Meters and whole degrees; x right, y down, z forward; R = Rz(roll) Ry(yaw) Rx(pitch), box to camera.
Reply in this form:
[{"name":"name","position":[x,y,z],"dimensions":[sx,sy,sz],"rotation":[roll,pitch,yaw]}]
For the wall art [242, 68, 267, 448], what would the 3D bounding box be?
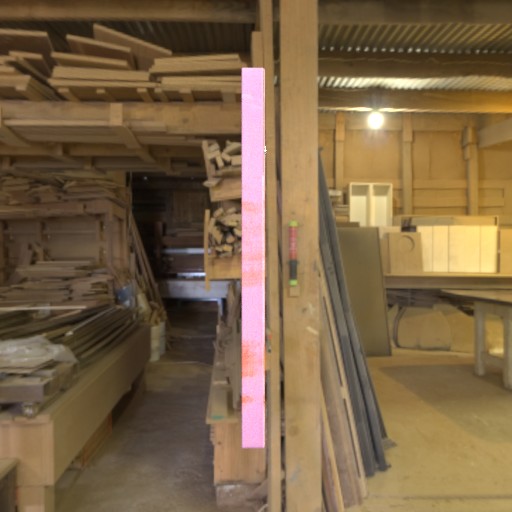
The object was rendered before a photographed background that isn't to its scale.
[{"name":"wall art","position":[0.000,0.000,1.160],"dimensions":[0.040,0.609,0.913],"rotation":[0,1,0]}]
